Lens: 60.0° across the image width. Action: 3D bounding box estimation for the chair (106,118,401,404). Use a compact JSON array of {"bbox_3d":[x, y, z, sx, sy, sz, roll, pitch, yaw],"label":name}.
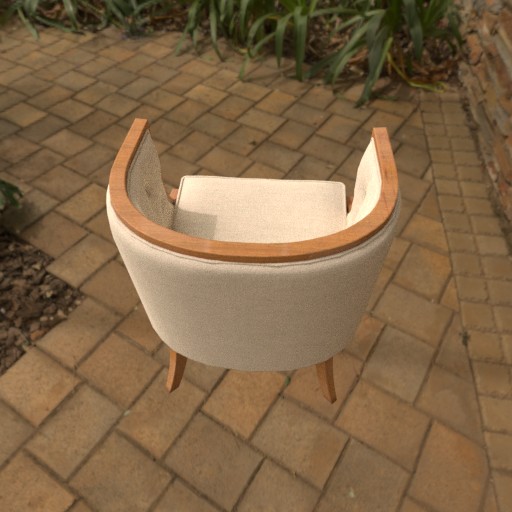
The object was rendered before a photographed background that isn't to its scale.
[{"bbox_3d":[0.000,0.000,1.389,0.711,0.775,0.757,3,47,3],"label":"chair"}]
